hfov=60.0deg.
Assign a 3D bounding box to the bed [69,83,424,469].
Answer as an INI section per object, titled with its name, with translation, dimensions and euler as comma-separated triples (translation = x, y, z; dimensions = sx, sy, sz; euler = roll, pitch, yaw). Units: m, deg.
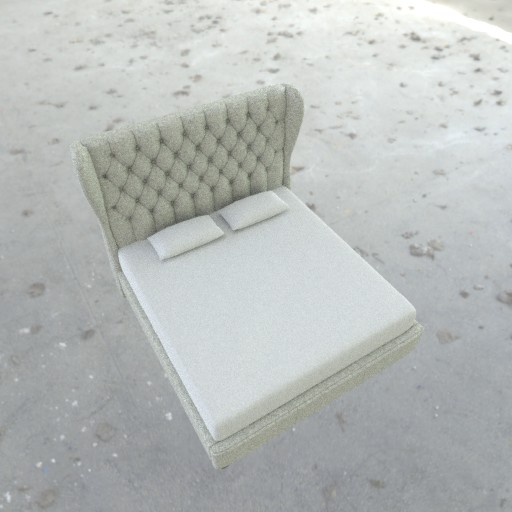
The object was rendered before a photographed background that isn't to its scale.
[bed]
translation = 0.000, 0.000, 3.893
dimensions = 2.219, 1.771, 2.347
euler = -24, 51, -21
